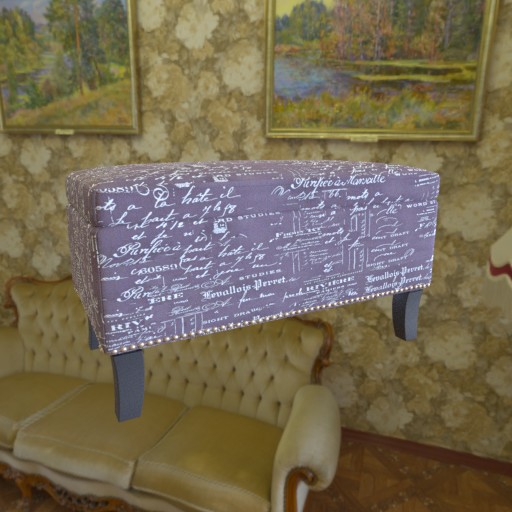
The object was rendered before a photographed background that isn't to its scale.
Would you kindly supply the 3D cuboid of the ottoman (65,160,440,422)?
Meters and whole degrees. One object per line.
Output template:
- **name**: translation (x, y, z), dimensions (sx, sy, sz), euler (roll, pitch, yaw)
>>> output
- **ottoman**: translation (0.000, 0.000, 1.088), dimensions (0.813, 0.457, 0.406), euler (-8, 16, -27)
